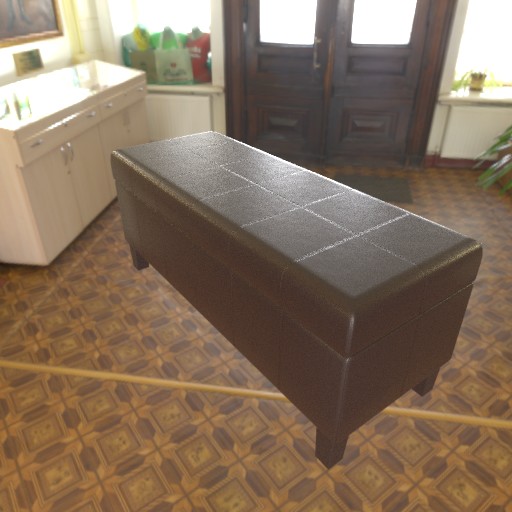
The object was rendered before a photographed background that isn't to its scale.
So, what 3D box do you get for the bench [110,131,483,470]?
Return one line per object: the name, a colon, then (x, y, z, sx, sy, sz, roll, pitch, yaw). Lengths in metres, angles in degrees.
bench: (0.000, 0.000, 1.322, 0.429, 0.457, 1.092, -21, 37, -31)
